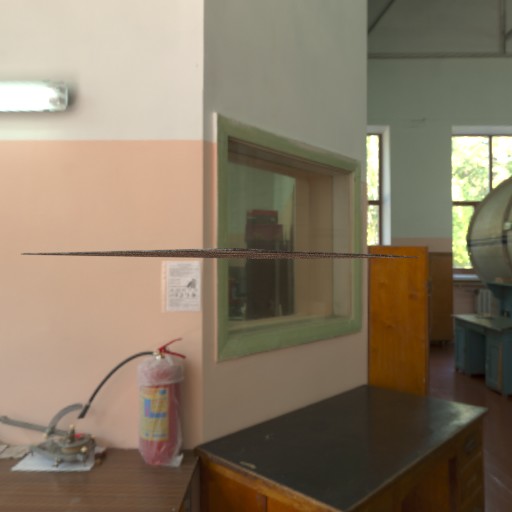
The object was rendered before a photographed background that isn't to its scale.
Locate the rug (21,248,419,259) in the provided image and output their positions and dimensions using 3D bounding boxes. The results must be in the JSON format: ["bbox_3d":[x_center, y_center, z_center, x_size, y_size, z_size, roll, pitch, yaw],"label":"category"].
[{"bbox_3d":[0.000,0.000,3.028,1.520,0.015,2.434,-1,-1,35],"label":"rug"}]
